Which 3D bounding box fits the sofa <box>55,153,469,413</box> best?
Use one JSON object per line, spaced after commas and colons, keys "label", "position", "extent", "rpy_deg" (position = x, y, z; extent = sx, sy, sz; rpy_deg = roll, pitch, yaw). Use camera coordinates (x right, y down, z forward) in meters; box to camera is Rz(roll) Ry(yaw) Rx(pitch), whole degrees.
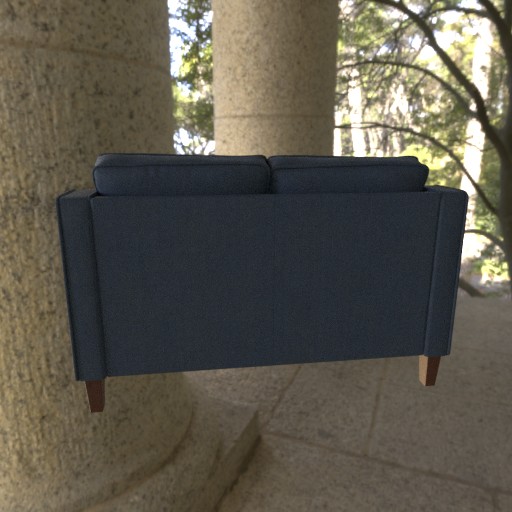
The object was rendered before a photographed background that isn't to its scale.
{"label": "sofa", "position": [0.000, 0.000, 2.127], "extent": [1.501, 0.971, 0.987], "rpy_deg": [-2, 14, -8]}
